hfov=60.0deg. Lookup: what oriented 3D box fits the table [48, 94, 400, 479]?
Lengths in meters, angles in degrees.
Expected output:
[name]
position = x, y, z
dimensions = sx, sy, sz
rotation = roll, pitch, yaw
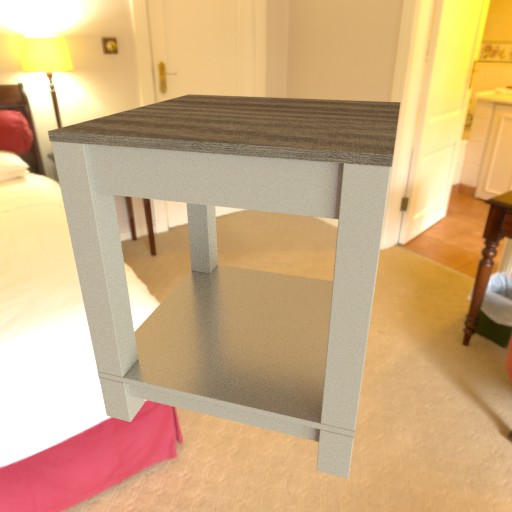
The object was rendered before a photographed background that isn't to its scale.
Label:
[table]
position = 0.000, 0.000, 0.952
dimensions = 0.506, 0.587, 0.504
rotation = 8, 27, 15
